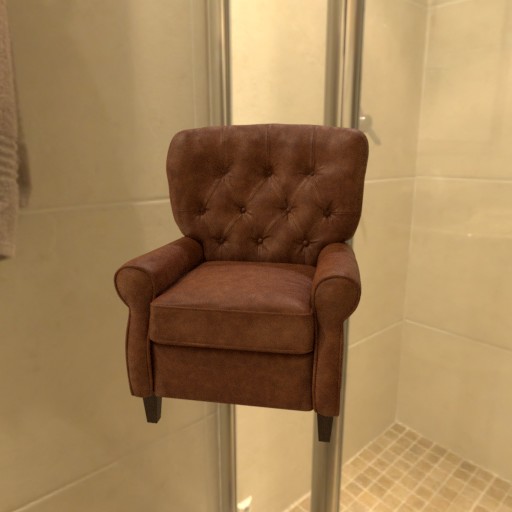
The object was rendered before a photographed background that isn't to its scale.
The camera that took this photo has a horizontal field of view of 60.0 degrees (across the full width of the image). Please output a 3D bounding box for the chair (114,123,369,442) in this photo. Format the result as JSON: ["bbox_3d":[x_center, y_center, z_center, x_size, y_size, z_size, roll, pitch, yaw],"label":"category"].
[{"bbox_3d":[0.000,0.000,1.953,0.951,1.164,1.059,2,14,10],"label":"chair"}]
